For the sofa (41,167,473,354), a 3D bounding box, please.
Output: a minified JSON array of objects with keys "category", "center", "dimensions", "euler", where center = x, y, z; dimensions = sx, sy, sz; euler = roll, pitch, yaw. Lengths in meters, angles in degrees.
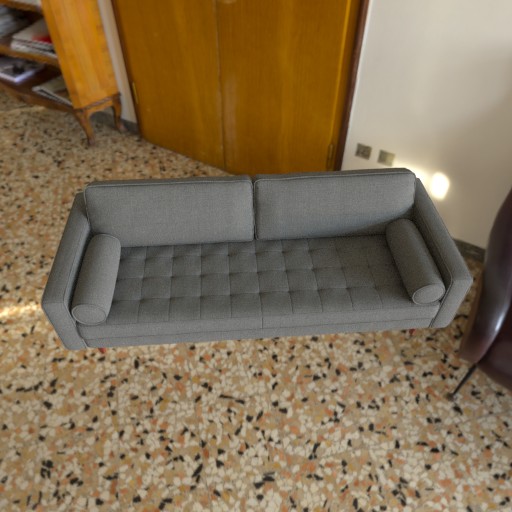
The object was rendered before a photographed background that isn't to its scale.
[{"category":"sofa","center":[0.000,0.000,2.650],"dimensions":[2.198,0.762,0.914],"euler":[-3,47,-3]}]
